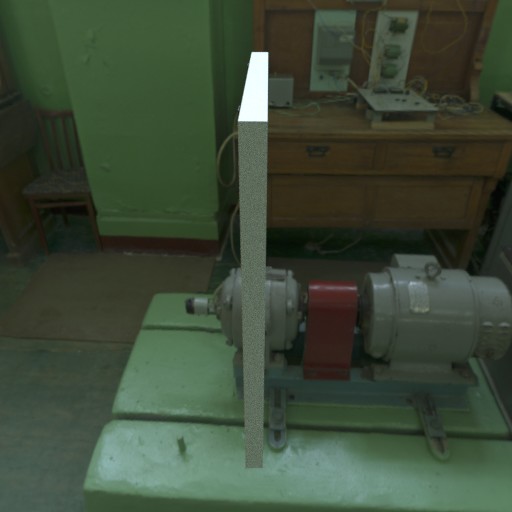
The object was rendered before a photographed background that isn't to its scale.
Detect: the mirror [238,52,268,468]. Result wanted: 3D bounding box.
[{"bbox_3d":[0.000,0.000,0.930,0.040,0.710,0.507,1,33,1],"label":"mirror"}]
